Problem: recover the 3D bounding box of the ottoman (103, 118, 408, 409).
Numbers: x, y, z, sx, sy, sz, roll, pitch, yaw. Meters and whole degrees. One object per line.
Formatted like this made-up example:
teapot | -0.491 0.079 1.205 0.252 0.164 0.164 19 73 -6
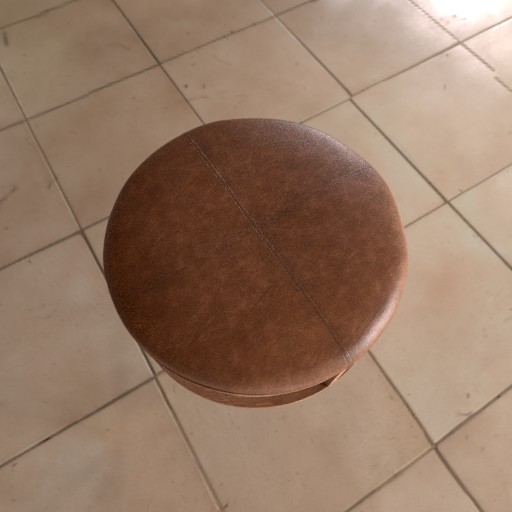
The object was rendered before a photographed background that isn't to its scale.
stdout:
ottoman | 0.000 0.000 1.597 1.006 0.445 1.006 0 64 0
